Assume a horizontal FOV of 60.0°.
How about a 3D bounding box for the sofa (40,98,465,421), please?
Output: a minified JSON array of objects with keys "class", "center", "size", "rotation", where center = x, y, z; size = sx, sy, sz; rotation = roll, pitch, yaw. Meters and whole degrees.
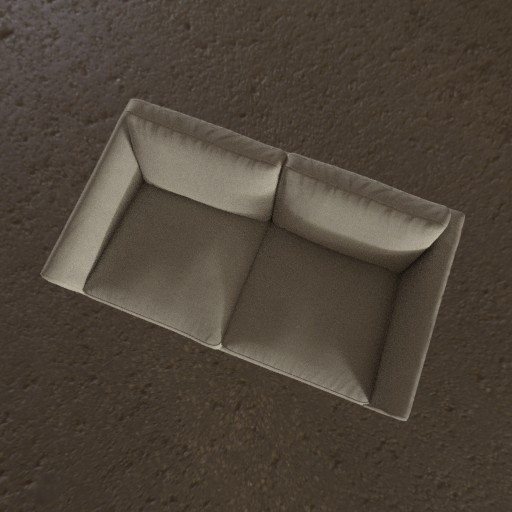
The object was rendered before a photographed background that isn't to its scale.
[{"class":"sofa","center":[0.000,0.000,2.440],"size":[1.905,0.839,1.091],"rotation":[20,76,5]}]
